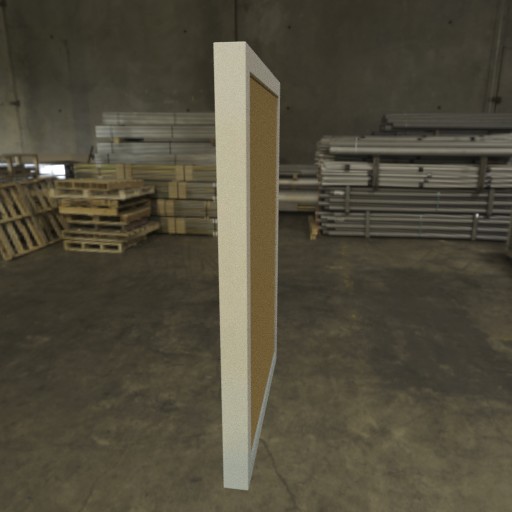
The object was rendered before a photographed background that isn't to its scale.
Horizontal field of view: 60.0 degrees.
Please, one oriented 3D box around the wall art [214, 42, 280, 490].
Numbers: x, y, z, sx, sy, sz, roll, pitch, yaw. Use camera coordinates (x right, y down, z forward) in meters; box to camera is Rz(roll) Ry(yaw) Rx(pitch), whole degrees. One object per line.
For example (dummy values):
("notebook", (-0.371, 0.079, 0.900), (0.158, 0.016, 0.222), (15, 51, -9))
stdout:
("wall art", (0.000, 0.000, 0.776), (0.038, 0.611, 0.408), (2, 15, 8))
